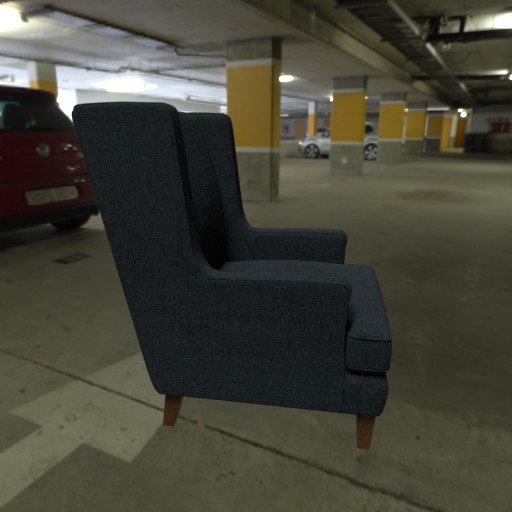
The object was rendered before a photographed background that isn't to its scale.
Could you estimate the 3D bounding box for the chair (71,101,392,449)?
[{"bbox_3d":[0.000,0.000,1.682,0.947,1.072,0.764,3,16,10],"label":"chair"}]
